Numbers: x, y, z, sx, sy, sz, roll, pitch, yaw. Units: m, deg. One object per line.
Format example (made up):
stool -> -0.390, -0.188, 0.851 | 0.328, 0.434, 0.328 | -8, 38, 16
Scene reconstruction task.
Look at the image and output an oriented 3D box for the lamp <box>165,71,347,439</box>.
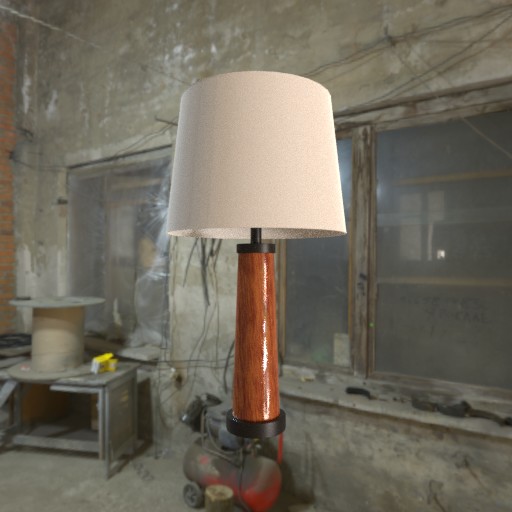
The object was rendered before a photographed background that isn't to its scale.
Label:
lamp -> 0.000, 0.000, 0.869 | 0.349, 0.667, 0.349 | 0, -1, 0
